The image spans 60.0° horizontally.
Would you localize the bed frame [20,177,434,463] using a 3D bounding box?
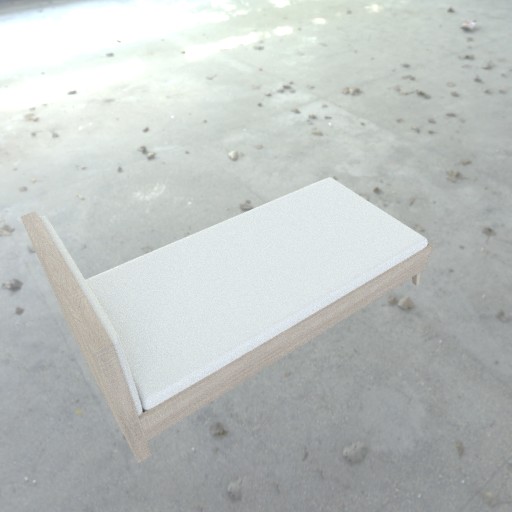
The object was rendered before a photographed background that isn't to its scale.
[{"bbox_3d":[0.000,0.000,2.649,2.140,0.920,0.990,-26,48,-26],"label":"bed frame"}]
